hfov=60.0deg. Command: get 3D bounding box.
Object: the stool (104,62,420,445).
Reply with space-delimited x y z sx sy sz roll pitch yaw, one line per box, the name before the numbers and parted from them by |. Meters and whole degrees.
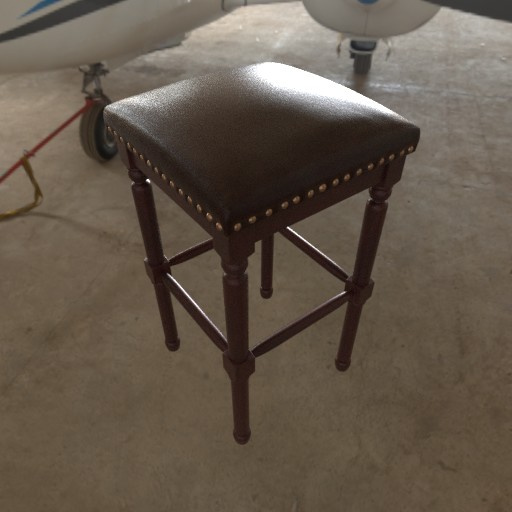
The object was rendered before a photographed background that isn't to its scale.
stool | 0.000 0.000 0.929 0.382 0.702 0.383 -26 48 -27
